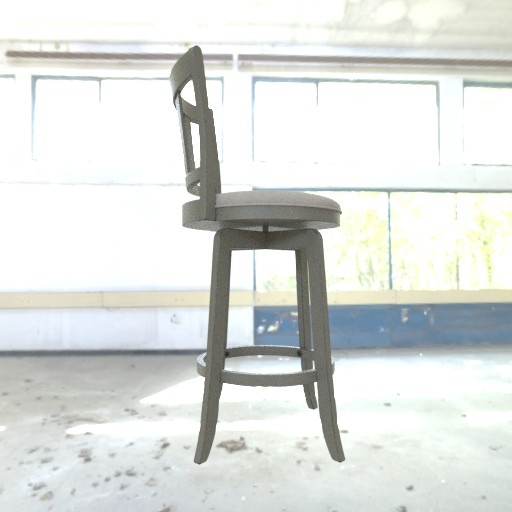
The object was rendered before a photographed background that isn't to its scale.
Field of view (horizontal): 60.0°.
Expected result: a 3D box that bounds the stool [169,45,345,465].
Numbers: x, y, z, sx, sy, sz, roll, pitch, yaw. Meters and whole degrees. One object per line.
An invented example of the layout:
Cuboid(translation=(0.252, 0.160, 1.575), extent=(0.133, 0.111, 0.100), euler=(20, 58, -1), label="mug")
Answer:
Cuboid(translation=(0.000, 0.000, 1.266), extent=(0.486, 0.994, 0.450), euler=(0, -1, -2), label="stool")
